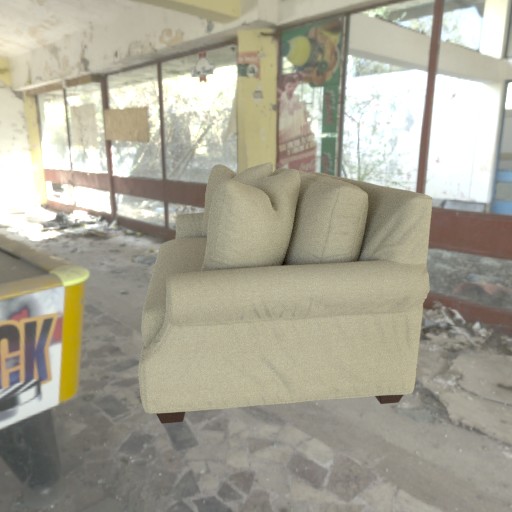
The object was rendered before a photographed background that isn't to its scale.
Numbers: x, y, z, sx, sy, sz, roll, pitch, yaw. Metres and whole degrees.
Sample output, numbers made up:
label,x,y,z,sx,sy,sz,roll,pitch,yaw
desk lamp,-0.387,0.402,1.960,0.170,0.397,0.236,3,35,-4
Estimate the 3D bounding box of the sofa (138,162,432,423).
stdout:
label,x,y,z,sx,sy,sz,roll,pitch,yaw
sofa,0.000,0.000,2.239,1.070,0.905,1.550,-2,14,-8
